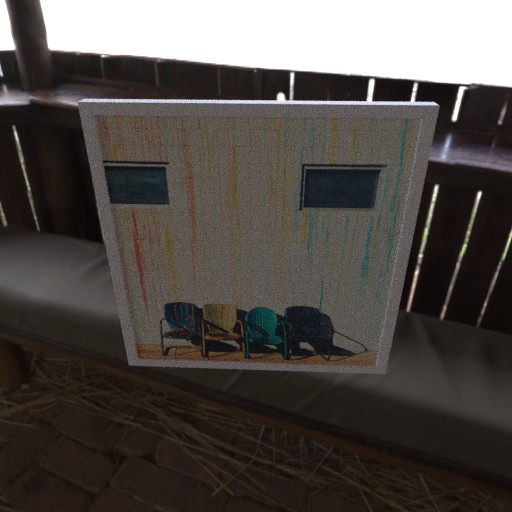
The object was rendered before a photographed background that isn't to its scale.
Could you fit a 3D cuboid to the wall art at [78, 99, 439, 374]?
[{"bbox_3d":[0.000,0.000,1.137,0.760,0.760,0.036,1,30,2],"label":"wall art"}]
